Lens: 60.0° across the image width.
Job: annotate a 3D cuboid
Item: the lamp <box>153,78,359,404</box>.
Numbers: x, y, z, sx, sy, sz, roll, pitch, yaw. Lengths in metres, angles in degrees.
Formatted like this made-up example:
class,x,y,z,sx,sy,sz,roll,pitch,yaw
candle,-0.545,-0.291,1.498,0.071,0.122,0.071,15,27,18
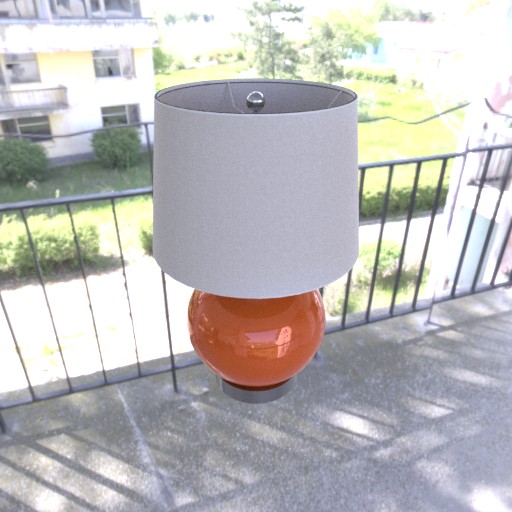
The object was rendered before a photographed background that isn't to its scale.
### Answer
class,x,y,z,sx,sy,sz,roll,pitch,yaw
lamp,0.000,0.000,0.550,0.247,0.387,0.247,0,30,0
